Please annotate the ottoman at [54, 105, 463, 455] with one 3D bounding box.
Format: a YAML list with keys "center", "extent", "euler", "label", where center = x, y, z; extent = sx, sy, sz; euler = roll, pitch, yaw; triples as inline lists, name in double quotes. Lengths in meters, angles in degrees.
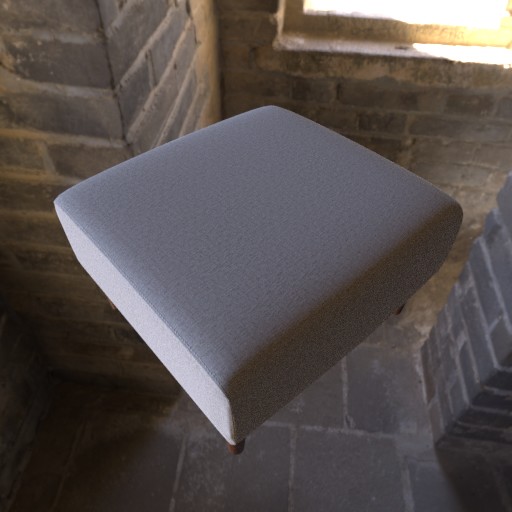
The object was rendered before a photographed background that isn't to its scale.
- center: [0.000, 0.000, 1.057]
  extent: [0.655, 0.399, 0.648]
  euler: [-32, 53, -28]
  label: "ottoman"
